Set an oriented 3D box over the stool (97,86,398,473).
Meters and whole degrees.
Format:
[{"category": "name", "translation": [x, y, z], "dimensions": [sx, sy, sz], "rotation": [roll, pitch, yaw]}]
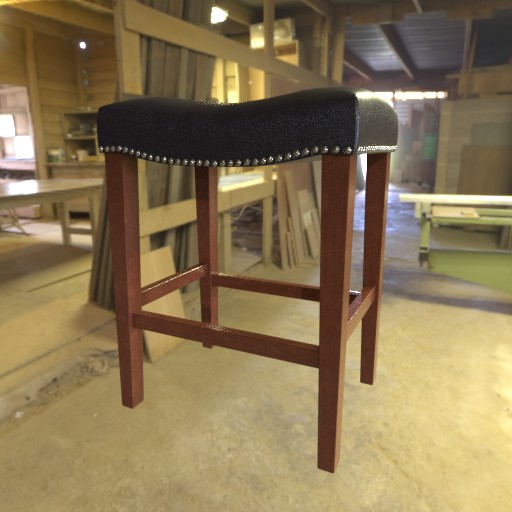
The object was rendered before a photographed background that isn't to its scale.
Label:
[{"category": "stool", "translation": [0.000, 0.000, 0.954], "dimensions": [0.504, 0.654, 0.372], "rotation": [7, 16, 25]}]
